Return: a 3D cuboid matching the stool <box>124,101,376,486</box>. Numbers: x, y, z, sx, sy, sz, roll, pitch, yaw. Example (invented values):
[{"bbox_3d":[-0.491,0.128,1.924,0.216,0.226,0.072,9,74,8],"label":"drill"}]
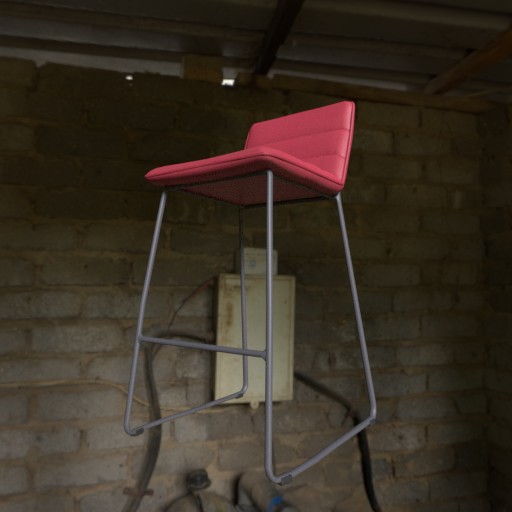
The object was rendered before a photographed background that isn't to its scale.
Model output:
[{"bbox_3d":[0.000,0.000,1.216,0.489,0.937,0.524,-2,-3,36],"label":"stool"}]
